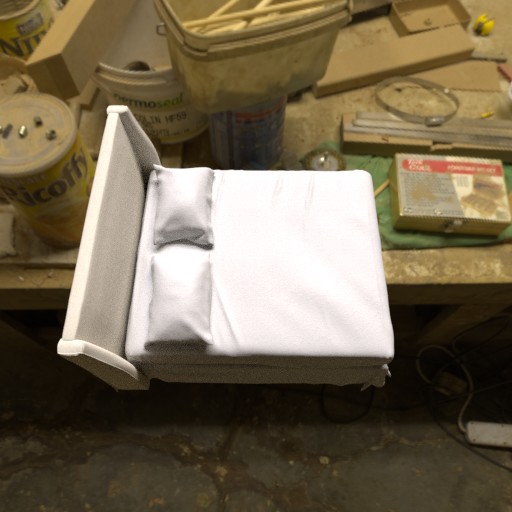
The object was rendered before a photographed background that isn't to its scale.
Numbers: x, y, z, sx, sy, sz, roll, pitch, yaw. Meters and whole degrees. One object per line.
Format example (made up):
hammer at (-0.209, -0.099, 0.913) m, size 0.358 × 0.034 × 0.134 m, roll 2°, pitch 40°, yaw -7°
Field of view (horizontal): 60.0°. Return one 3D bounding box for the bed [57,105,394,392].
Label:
bed at (0.000, 0.000, 3.508) m, size 2.276 × 1.332 × 1.925 m, roll 0°, pitch 64°, yaw 0°
